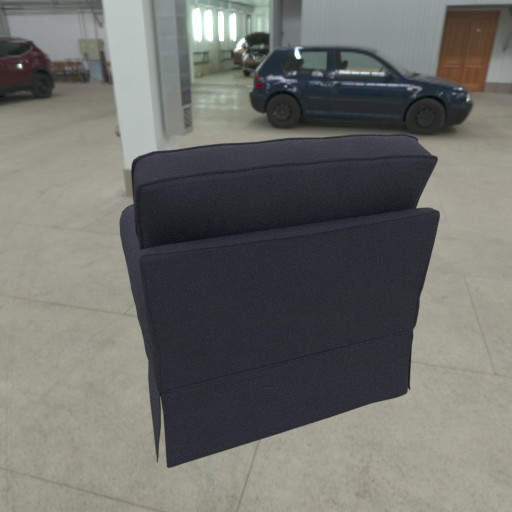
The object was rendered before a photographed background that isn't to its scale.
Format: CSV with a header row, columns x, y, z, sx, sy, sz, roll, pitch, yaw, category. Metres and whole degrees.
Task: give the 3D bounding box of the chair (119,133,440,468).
x,y,z,sx,sy,sz,roll,pitch,yaw,category
0.000,0.000,1.953,1.119,1.140,1.002,-9,28,-18,chair
